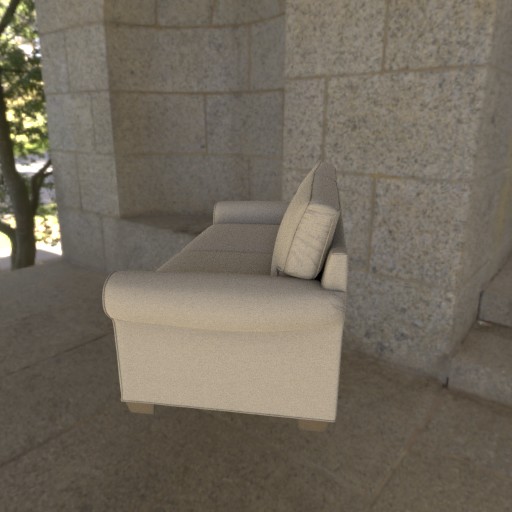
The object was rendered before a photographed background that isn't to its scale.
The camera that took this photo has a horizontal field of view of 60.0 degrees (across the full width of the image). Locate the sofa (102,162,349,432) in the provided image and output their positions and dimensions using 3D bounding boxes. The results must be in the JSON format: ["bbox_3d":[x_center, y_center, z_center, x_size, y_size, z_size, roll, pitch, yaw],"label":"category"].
[{"bbox_3d":[0.000,0.000,2.510,0.940,0.952,1.930,3,17,9],"label":"sofa"}]
